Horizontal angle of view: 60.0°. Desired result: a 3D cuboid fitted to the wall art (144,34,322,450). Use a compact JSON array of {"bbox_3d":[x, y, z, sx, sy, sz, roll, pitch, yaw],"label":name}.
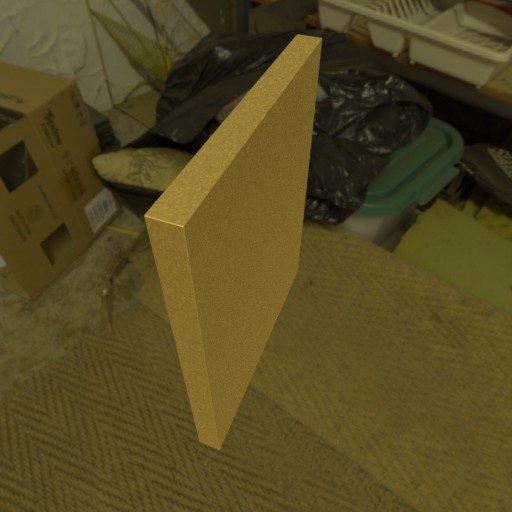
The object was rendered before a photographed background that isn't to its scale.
[{"bbox_3d":[0.000,0.000,0.873,0.048,0.642,0.537,16,49,14],"label":"wall art"}]
